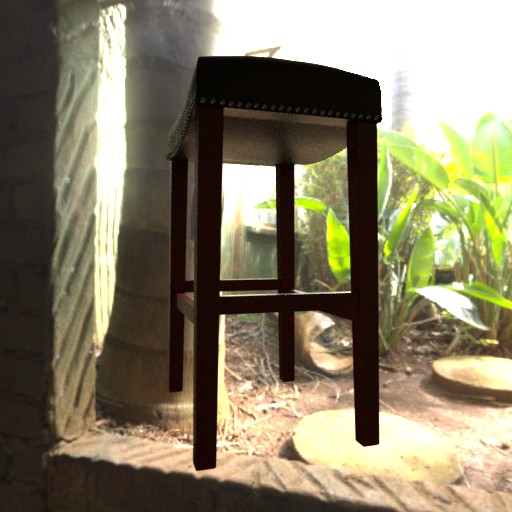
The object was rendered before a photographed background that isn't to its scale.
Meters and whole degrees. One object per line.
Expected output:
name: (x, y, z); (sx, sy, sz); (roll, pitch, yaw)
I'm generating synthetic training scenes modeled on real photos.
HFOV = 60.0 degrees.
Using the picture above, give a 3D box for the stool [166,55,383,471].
stool: (0.000, 0.000, 1.044); (0.372, 0.742, 0.504); (0, 1, -17)
